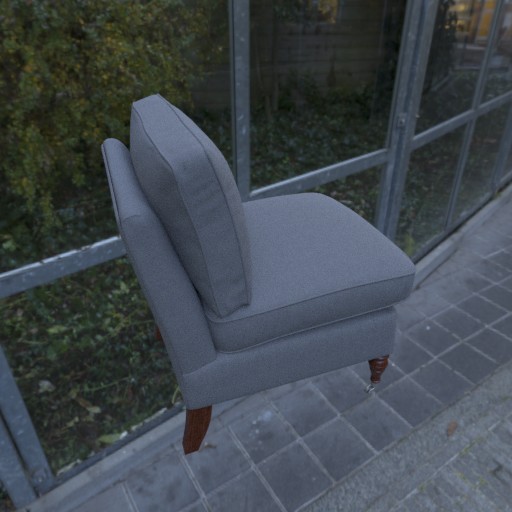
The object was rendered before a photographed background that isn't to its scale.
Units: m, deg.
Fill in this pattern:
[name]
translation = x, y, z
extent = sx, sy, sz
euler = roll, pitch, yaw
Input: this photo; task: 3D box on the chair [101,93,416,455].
[chair]
translation = 0.000, 0.000, 1.613
extent = 0.924, 1.045, 0.724
euler = -10, 32, -17
